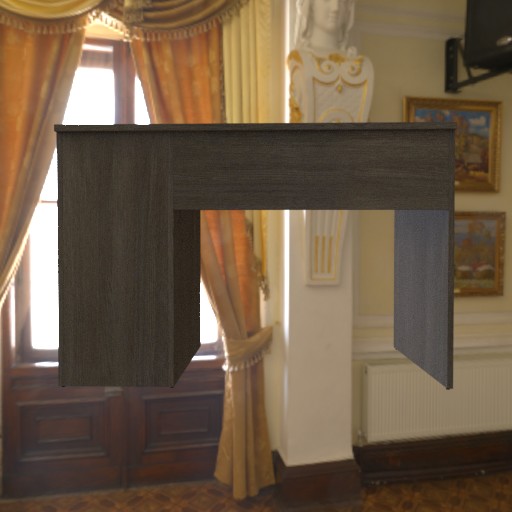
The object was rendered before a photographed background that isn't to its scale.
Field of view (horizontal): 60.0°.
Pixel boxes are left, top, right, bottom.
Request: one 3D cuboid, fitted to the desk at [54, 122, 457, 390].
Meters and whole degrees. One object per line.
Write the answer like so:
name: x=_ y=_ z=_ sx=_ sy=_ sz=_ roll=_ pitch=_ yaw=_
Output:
desk: x=0.000 y=0.000 z=1.487 sx=1.096 sy=0.730 sz=0.560 roll=0 pitch=1 yaw=1
